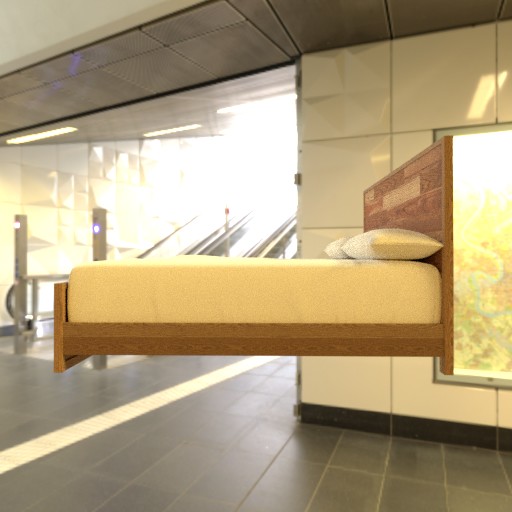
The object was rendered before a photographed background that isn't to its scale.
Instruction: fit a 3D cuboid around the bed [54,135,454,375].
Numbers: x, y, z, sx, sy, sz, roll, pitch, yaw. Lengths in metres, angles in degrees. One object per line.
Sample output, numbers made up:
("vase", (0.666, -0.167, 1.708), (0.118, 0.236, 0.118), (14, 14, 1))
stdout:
("bed", (0.000, 0.000, 3.425), (2.184, 1.295, 2.013), (0, 0, 1))
